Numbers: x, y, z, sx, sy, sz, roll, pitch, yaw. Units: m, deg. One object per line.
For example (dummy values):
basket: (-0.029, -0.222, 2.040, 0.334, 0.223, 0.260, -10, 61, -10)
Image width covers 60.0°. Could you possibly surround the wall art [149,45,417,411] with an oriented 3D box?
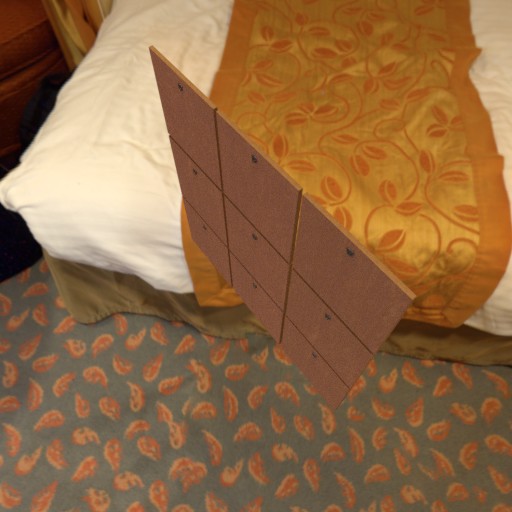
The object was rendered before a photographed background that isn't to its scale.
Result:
wall art: (0.000, 0.000, 1.359, 0.018, 0.913, 0.915, -33, 64, -18)
